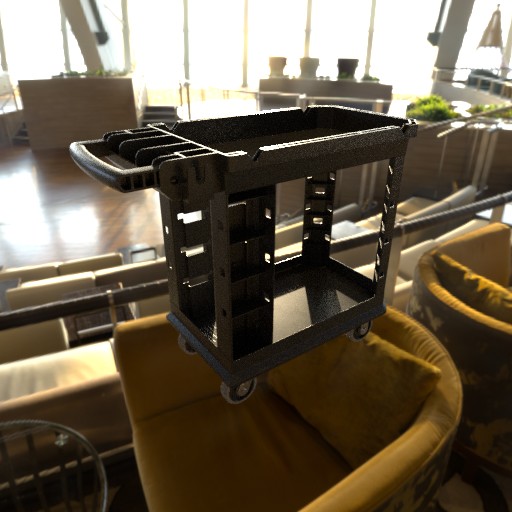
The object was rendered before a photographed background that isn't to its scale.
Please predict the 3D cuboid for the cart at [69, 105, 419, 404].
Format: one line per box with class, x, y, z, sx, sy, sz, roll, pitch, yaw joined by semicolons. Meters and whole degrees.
cart;0.000;0.000;1.566;1.061;0.884;0.497;-18;32;-31
